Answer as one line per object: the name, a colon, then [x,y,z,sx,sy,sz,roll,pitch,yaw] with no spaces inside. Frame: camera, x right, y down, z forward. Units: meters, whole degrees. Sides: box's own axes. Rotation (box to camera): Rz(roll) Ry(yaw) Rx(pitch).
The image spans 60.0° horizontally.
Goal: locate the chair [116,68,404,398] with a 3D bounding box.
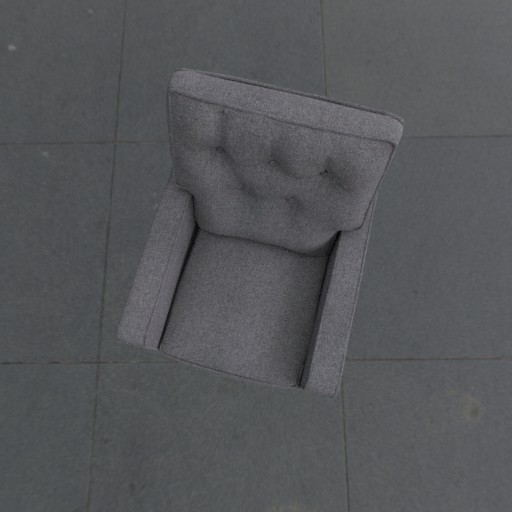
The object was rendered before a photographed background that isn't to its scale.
chair: [0.000,0.000,1.414,0.650,0.889,0.775,14,76,3]
